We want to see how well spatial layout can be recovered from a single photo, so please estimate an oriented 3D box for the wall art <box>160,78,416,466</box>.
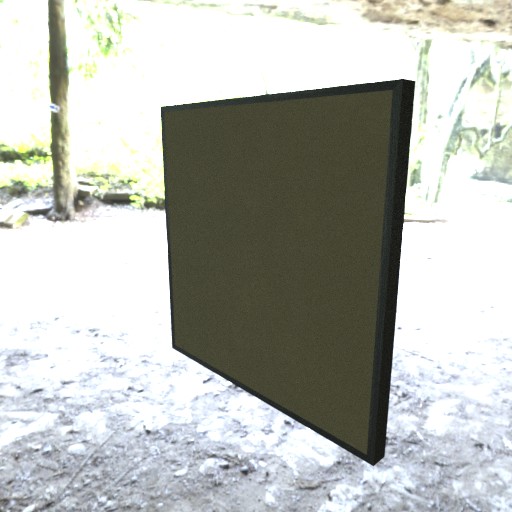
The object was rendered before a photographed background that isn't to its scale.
[{"bbox_3d":[0.000,0.000,1.116,0.043,0.758,0.762,-13,19,-42],"label":"wall art"}]
